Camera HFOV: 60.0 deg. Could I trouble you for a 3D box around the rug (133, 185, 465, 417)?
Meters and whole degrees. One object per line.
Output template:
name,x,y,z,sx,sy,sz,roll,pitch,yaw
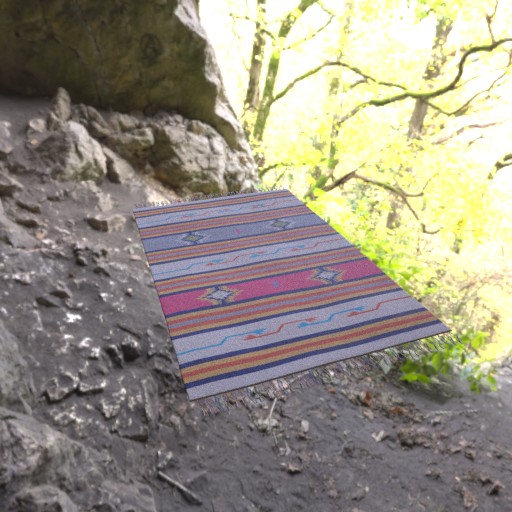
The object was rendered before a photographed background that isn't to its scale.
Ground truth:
rug,0.000,0.000,2.318,1.084,0.013,1.849,-10,31,-17
